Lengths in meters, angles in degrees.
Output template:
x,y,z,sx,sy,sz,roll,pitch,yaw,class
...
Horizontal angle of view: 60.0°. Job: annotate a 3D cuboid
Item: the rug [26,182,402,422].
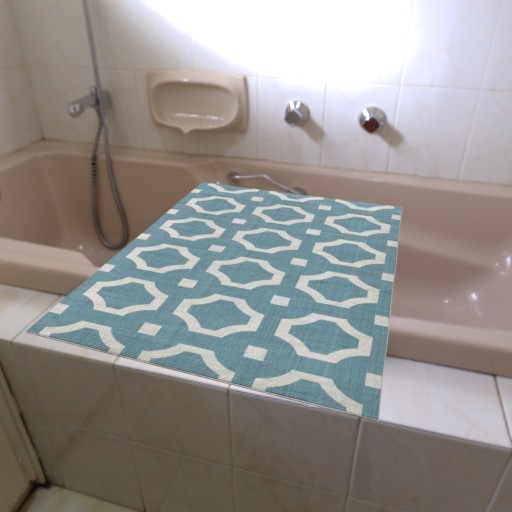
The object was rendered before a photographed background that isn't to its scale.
x,y,z,sx,sy,sz,roll,pitch,yaw,class
0.000,0.000,4.073,2.466,0.021,3.049,10,32,16,rug
